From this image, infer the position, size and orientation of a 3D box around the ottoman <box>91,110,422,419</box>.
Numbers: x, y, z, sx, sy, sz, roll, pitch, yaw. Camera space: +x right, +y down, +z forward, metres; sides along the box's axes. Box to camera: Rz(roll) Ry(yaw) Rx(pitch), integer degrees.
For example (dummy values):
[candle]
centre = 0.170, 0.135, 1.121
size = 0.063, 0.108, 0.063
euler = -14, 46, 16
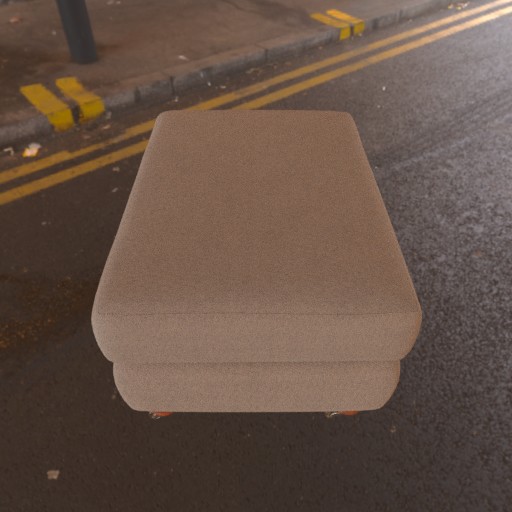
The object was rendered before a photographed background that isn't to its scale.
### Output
[ottoman]
centre = 0.000, 0.000, 1.123
size = 0.569, 0.504, 0.773
euler = 0, 43, 0
